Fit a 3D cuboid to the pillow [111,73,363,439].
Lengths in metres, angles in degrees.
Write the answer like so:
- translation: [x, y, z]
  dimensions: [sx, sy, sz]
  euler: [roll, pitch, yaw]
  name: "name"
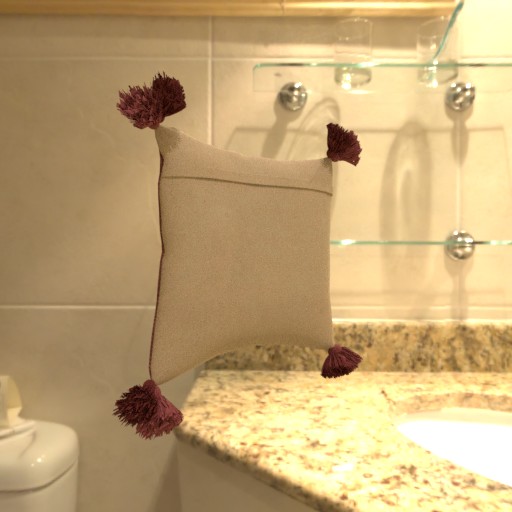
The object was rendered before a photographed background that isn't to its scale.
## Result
- translation: [0.000, 0.000, 0.959]
  dimensions: [0.641, 0.659, 0.138]
  euler: [0, 0, -37]
  name: "pillow"
